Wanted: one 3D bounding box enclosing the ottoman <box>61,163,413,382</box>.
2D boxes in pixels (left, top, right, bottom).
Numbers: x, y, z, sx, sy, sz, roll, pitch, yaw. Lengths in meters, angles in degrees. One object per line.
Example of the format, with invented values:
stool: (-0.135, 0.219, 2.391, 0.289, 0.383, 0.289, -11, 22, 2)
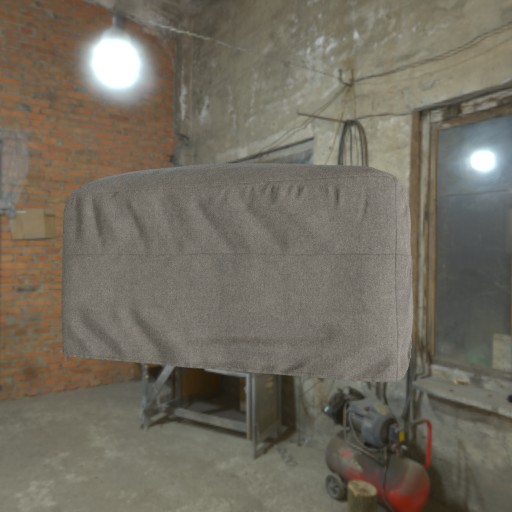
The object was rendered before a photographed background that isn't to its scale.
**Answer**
ottoman: (0.000, 0.000, 1.256, 0.837, 0.481, 0.683, 0, 0, 19)
